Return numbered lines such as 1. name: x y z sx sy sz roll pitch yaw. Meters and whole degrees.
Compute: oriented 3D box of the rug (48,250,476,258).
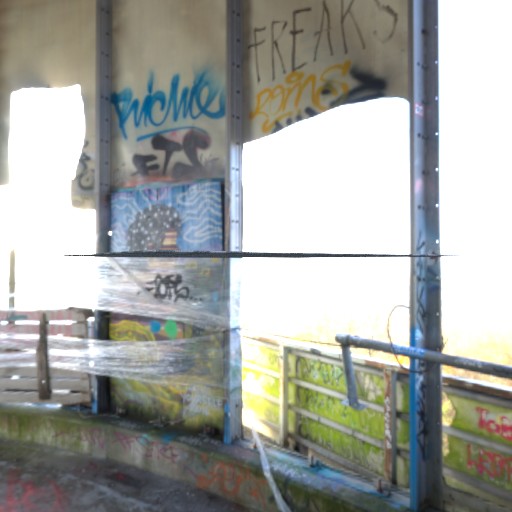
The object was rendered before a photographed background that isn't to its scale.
1. rug: 0.000 0.000 4.002 3.021 0.013 2.432 1 -1 -35
